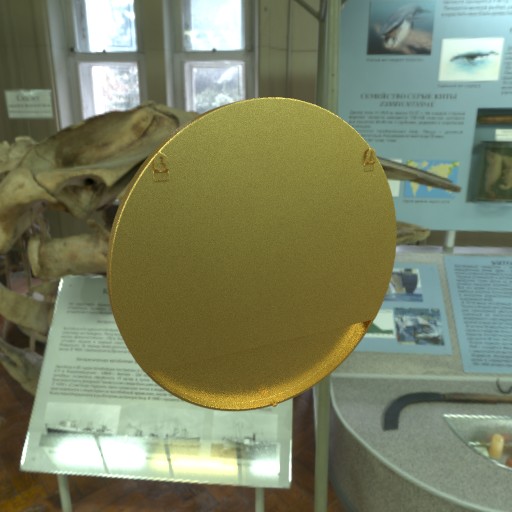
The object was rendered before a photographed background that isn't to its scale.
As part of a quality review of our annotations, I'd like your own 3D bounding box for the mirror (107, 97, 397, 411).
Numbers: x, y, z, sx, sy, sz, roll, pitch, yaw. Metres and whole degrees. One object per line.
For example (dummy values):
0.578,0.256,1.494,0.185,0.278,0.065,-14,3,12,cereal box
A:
0.000,0.000,0.689,0.457,0.457,0.133,-8,17,-26,mirror
